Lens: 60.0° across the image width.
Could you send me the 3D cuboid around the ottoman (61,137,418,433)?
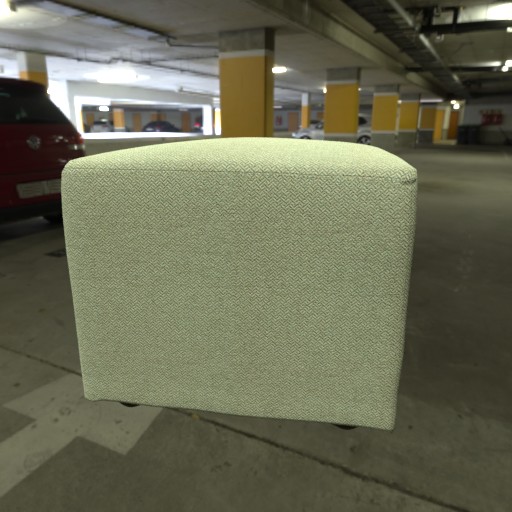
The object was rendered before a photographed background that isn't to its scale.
[{"bbox_3d":[0.000,0.000,0.885,0.512,0.453,0.521,3,17,9],"label":"ottoman"}]
